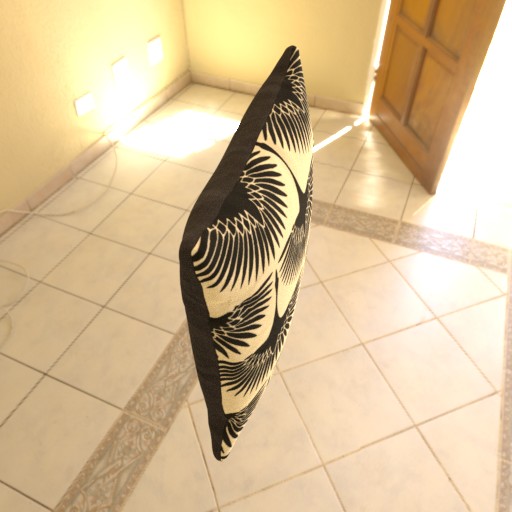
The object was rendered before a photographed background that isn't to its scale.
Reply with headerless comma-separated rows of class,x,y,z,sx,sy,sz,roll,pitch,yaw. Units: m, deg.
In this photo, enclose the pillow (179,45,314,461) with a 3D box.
pillow,0.000,0.000,0.638,0.139,0.432,0.432,10,47,10
